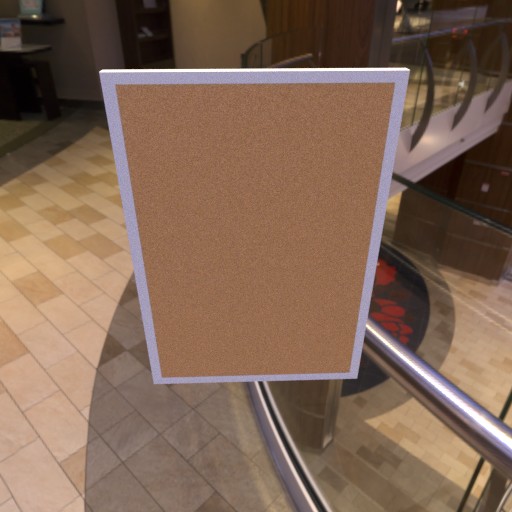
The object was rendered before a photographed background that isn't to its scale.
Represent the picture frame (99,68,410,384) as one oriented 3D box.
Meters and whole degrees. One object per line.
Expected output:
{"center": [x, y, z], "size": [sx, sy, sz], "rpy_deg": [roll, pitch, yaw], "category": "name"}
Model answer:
{"center": [0.000, 0.000, 0.554], "size": [0.305, 0.434, 0.013], "rpy_deg": [-1, 32, -2], "category": "picture frame"}
